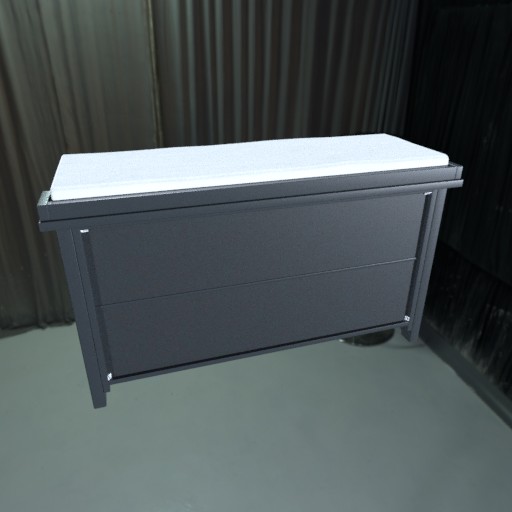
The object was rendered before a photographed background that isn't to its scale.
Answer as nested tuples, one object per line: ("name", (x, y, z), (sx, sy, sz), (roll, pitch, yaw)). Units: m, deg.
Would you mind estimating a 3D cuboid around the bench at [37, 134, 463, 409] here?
("bench", (0.000, 0.000, 1.214), (0.973, 0.561, 0.345), (-8, 27, -16))
